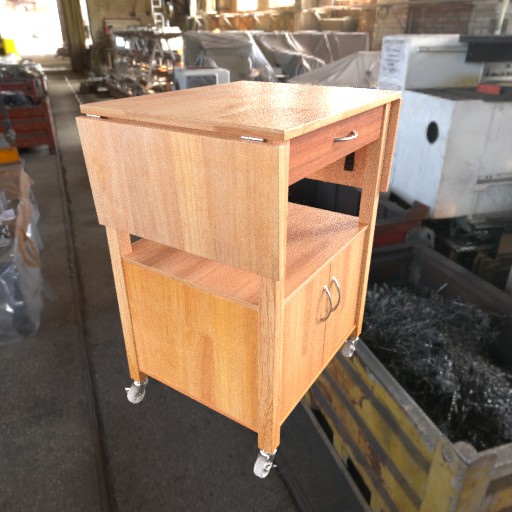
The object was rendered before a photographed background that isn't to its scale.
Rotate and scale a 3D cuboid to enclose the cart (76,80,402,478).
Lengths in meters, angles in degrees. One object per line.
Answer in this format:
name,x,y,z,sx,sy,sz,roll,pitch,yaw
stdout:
cart,0.000,0.000,1.232,0.508,0.838,0.640,17,31,29
